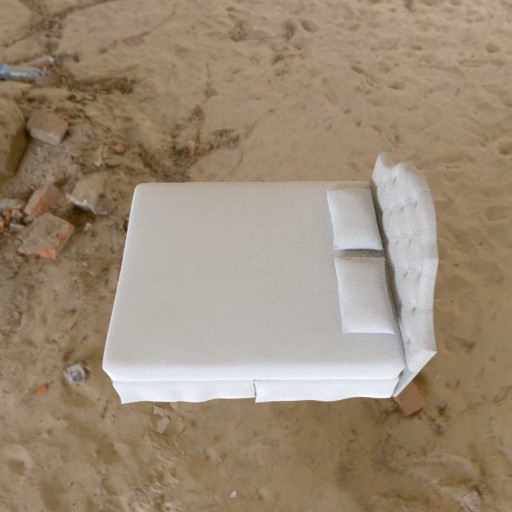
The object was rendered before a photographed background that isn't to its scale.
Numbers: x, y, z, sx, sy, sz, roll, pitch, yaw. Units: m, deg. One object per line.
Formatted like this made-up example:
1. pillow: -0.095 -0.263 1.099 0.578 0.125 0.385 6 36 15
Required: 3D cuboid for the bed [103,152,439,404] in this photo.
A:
1. bed: 0.000 0.000 3.791 2.477 1.617 2.039 0 57 0
